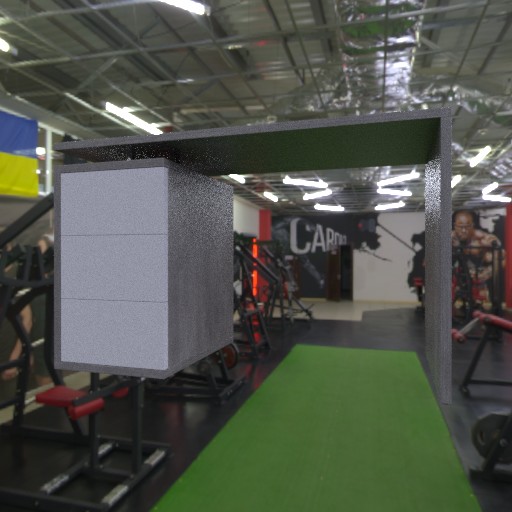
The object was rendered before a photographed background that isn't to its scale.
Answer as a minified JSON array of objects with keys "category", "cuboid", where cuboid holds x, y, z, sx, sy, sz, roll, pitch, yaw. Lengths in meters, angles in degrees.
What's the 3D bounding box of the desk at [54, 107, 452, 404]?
[{"category":"desk","cuboid":[0.000,0.000,1.559,1.200,0.740,0.600,0,0,17]}]
